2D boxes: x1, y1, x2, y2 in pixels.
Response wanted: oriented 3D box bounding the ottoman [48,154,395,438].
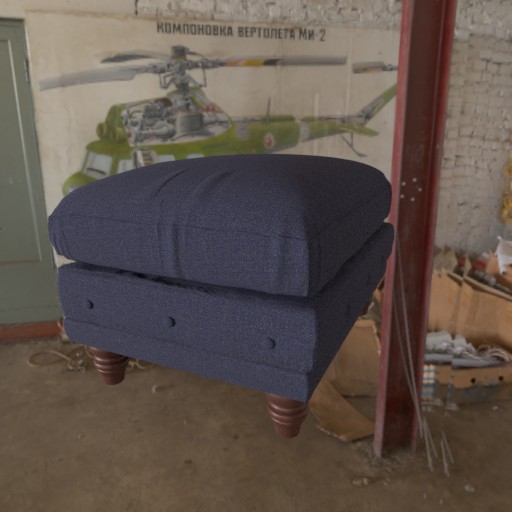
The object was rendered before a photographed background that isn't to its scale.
[{"bbox_3d":[0.000,0.000,1.100,0.558,0.486,0.767,7,17,24],"label":"ottoman"}]
